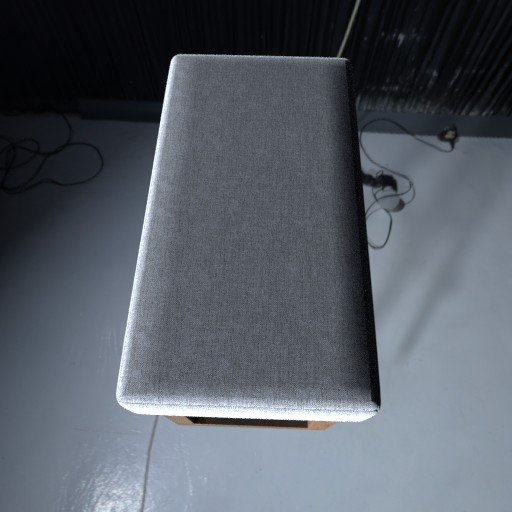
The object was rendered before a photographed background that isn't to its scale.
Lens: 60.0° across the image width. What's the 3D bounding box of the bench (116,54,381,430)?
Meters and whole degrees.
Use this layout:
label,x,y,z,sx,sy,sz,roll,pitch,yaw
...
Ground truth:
label,x,y,z,sx,sy,sz,roll,pitch,yaw
bench,0.000,0.000,0.940,0.366,0.467,0.681,2,64,1
